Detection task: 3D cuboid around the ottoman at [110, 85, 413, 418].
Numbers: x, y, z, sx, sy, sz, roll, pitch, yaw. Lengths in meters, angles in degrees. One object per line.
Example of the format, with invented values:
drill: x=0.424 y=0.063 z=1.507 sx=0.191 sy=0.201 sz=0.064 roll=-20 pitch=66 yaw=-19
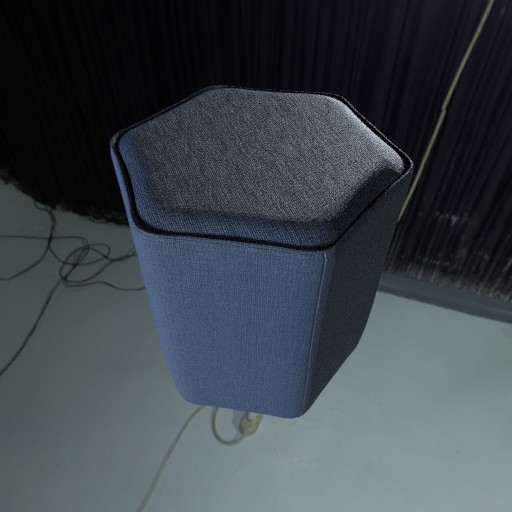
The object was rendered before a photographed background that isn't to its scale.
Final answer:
ottoman: x=0.000 y=0.000 z=0.878 sx=0.492 sy=0.505 sz=0.454 roll=9 pitch=47 yaw=9
